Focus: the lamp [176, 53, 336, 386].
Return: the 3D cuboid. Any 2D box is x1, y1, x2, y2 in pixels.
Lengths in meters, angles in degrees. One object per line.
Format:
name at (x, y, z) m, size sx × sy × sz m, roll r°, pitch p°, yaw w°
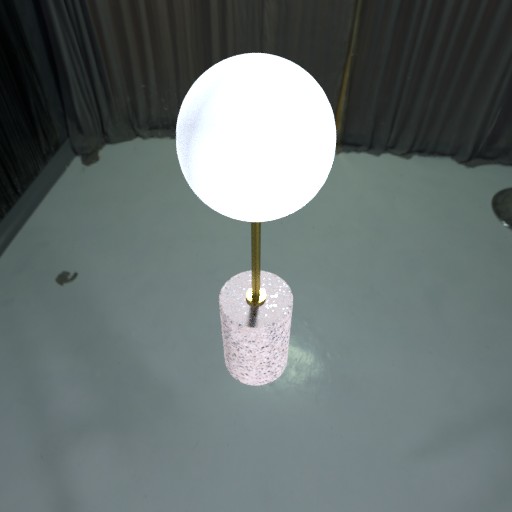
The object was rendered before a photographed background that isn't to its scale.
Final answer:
lamp at (0.000, 0.000, 0.548) m, size 0.153 × 0.480 × 0.153 m, roll 0°, pitch 47°, yaw 0°
